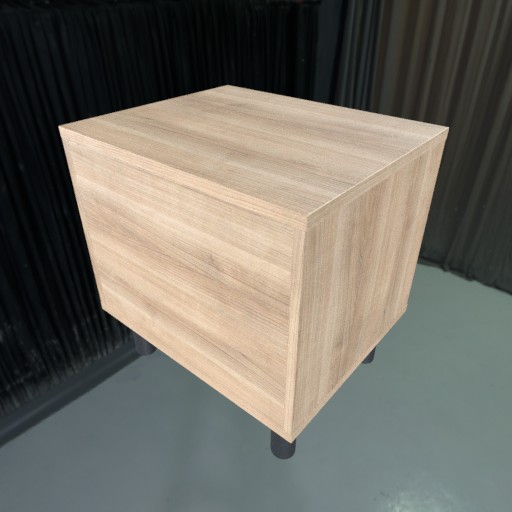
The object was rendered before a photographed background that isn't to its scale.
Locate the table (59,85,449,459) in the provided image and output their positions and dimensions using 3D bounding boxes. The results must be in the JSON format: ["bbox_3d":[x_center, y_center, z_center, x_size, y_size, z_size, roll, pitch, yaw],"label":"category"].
[{"bbox_3d":[0.000,0.000,0.782,0.445,0.460,0.380,25,40,33],"label":"table"}]
